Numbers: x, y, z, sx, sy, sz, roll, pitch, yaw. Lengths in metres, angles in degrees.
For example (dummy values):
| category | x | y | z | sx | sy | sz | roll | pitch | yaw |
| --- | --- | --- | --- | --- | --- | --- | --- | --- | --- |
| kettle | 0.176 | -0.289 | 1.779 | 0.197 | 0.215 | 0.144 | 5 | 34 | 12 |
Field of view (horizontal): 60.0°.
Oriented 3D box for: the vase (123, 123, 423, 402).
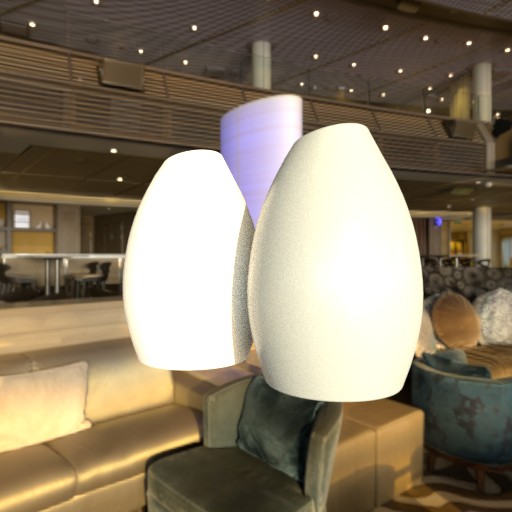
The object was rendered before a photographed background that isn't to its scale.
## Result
| category | x | y | z | sx | sy | sz | roll | pitch | yaw |
| --- | --- | --- | --- | --- | --- | --- | --- | --- | --- |
| vase | 0.000 | 0.000 | 0.260 | 0.187 | 0.131 | 0.089 | 0 | 0 | 35 |
